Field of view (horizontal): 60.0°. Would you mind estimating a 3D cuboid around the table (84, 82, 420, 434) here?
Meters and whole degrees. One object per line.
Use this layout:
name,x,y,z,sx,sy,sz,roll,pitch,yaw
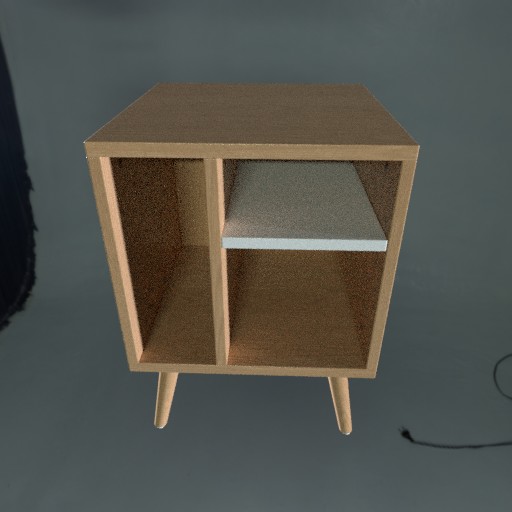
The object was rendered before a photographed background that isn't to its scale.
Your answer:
table,0.000,0.000,0.838,0.400,0.550,0.400,1,31,2
